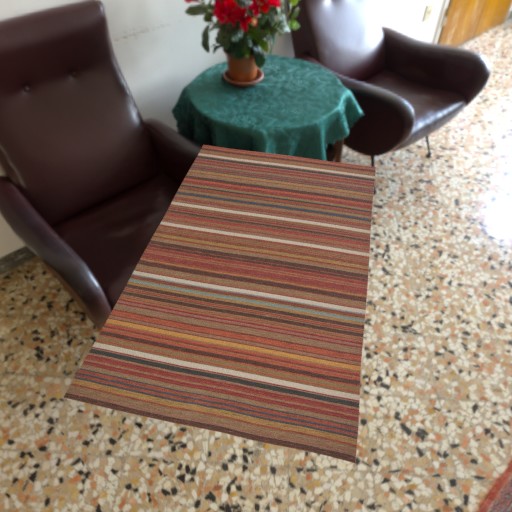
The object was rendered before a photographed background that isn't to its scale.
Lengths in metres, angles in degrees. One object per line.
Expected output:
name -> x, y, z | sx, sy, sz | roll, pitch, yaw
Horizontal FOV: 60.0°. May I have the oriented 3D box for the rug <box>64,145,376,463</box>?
rug -> 0.000, 0.000, 3.027 | 1.523, 0.008, 2.438 | 9, 48, 9
